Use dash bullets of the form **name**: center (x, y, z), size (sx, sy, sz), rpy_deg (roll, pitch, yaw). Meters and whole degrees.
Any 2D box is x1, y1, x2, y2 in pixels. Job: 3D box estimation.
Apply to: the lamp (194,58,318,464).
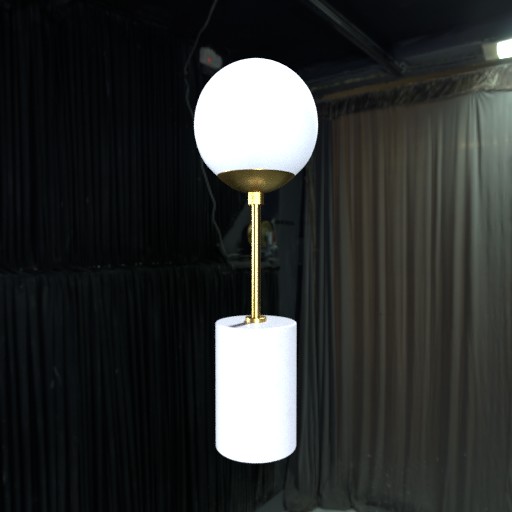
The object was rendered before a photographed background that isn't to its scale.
- **lamp**: center (0.000, 0.000, 0.558), size (0.153, 0.480, 0.153), rpy_deg (0, 1, 0)
